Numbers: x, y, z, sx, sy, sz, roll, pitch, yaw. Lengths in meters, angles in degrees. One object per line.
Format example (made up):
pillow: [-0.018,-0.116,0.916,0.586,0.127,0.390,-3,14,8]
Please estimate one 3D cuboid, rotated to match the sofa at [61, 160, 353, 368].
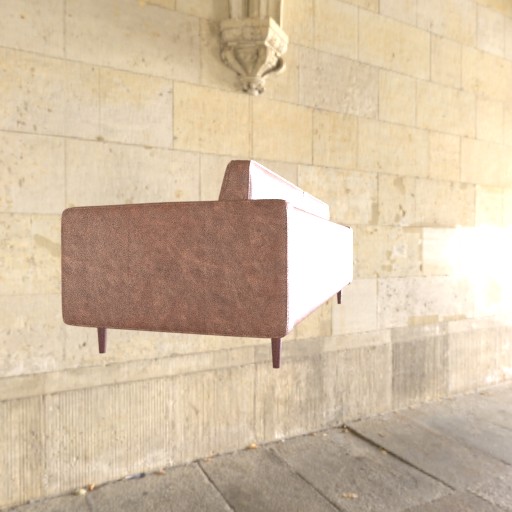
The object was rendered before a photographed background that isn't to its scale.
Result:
sofa: [0.000,0.000,2.590,0.914,0.762,2.210,0,1,18]
